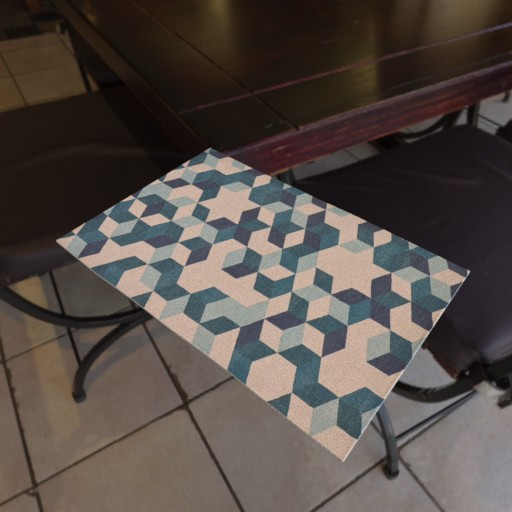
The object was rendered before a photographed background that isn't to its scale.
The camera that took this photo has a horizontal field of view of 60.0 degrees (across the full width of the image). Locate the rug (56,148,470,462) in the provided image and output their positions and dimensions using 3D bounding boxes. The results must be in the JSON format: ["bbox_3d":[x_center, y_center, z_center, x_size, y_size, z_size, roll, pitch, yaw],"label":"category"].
[{"bbox_3d":[0.000,0.000,2.346,1.829,0.014,1.235,31,53,27],"label":"rug"}]
